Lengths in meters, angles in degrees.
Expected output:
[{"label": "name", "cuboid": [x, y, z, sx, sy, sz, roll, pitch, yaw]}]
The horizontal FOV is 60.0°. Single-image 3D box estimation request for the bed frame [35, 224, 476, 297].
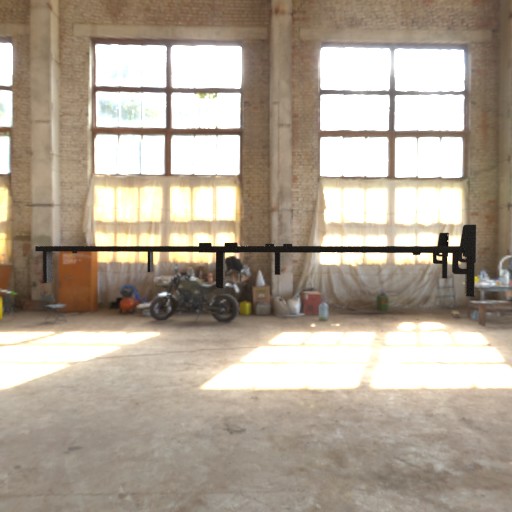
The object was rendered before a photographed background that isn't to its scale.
[{"label": "bed frame", "cuboid": [0.000, 0.000, 2.269, 1.897, 0.248, 0.968, 0, 1, 18]}]
